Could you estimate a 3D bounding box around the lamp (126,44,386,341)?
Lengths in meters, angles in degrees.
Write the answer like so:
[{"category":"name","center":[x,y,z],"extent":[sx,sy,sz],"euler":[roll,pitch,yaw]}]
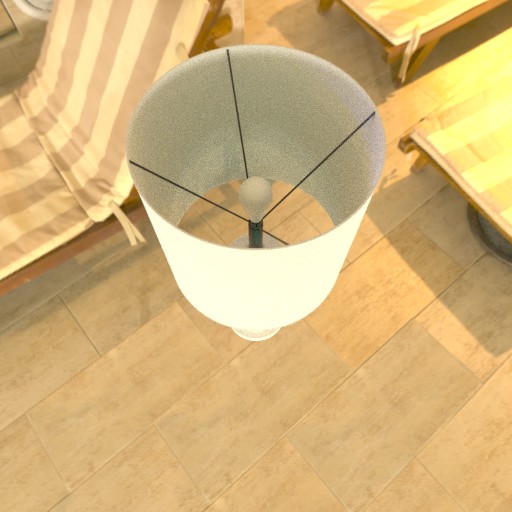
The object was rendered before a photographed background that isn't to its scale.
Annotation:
[{"category":"lamp","center":[0.000,0.000,0.562],"extent":[0.208,0.455,0.208],"euler":[-31,68,-14]}]
